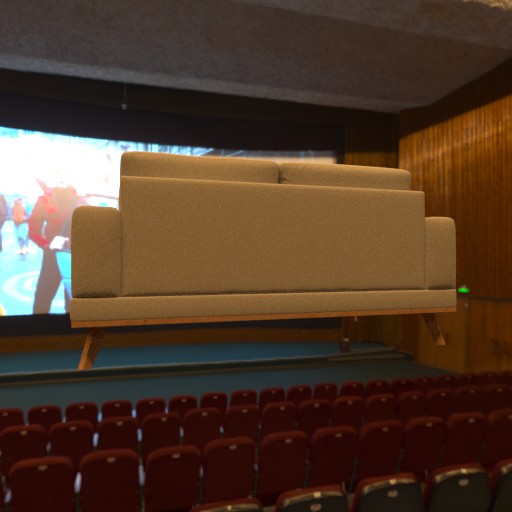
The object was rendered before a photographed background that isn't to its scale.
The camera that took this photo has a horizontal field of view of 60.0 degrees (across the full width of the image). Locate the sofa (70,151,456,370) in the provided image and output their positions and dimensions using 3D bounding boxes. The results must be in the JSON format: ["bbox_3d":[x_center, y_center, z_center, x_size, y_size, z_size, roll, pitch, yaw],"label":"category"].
[{"bbox_3d":[0.000,0.000,2.170,1.651,0.810,0.915,0,0,-17],"label":"sofa"}]
